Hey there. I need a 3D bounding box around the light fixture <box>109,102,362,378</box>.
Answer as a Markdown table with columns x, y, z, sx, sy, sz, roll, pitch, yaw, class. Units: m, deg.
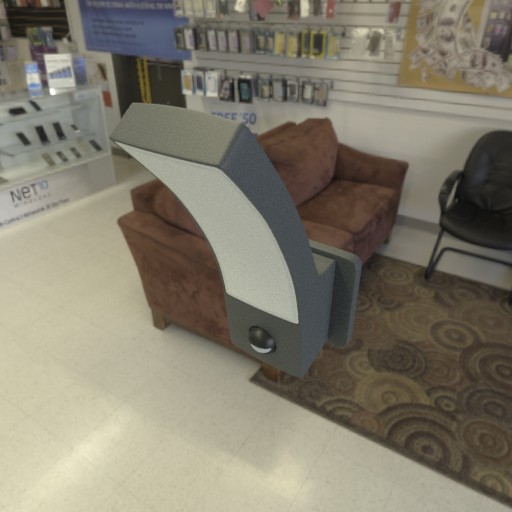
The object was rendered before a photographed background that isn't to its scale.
| x | y | z | sx | sy | sz | roll | pitch | yaw | class |
| --- | --- | --- | --- | --- | --- | --- | --- | --- | --- |
| 0.000 | 0.000 | 0.339 | 0.108 | 0.243 | 0.174 | 20 | 36 | 30 | light fixture |
